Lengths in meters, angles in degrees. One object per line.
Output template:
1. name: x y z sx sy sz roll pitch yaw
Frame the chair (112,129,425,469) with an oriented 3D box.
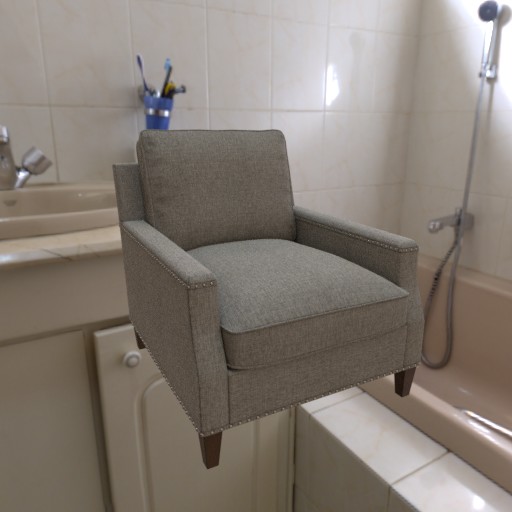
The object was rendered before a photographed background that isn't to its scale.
1. chair: 0.000 0.000 1.717 0.853 0.943 1.014 -8 18 -27
